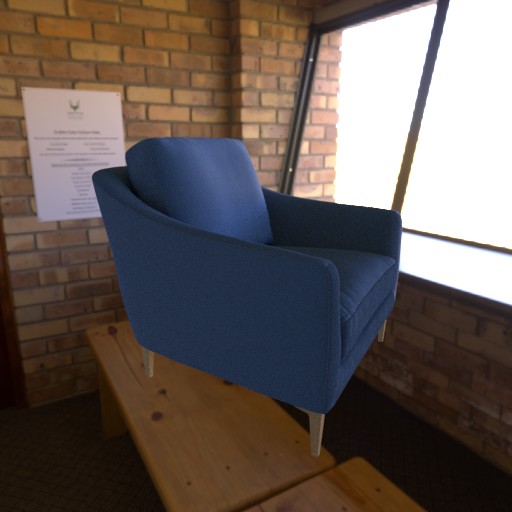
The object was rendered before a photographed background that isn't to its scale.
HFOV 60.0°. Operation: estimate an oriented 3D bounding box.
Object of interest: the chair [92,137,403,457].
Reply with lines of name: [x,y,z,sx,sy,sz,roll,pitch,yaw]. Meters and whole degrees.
chair: [0.000,0.000,1.736,0.961,0.899,0.987,7,16,27]
